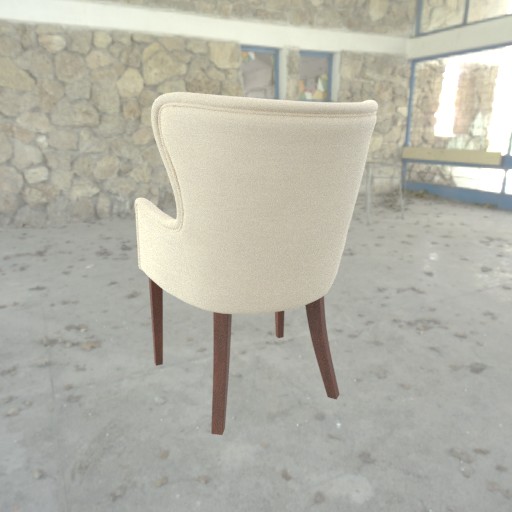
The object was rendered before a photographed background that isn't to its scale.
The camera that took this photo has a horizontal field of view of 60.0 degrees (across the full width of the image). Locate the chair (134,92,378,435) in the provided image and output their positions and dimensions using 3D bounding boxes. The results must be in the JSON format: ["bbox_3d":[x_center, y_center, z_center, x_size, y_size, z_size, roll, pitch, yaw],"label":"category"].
[{"bbox_3d":[0.000,0.000,1.492,0.696,0.990,0.744,-7,17,-25],"label":"chair"}]
